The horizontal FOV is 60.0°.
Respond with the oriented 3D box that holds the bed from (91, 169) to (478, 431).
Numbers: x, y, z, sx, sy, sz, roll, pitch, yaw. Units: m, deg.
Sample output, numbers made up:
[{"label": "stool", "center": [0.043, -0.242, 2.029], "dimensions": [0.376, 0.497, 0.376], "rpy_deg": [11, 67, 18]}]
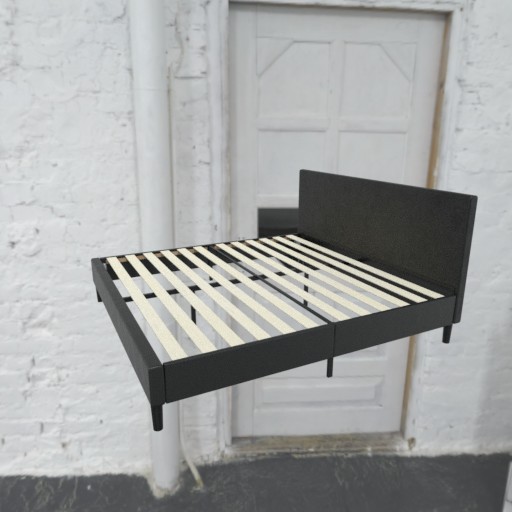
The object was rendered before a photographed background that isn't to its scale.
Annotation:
[{"label": "bed", "center": [0.000, 0.000, 3.359], "dimensions": [2.152, 1.046, 2.018], "rpy_deg": [-8, 18, -26]}]
